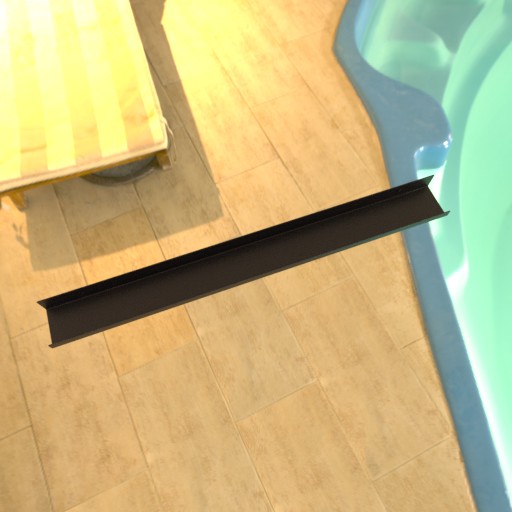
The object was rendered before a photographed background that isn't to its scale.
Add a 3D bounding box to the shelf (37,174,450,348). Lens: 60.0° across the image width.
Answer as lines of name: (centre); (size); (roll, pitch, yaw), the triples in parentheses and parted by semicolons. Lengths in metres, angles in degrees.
shelf: (0.000, 0.000, 0.977); (0.924, 0.049, 0.092); (-18, 66, -8)
